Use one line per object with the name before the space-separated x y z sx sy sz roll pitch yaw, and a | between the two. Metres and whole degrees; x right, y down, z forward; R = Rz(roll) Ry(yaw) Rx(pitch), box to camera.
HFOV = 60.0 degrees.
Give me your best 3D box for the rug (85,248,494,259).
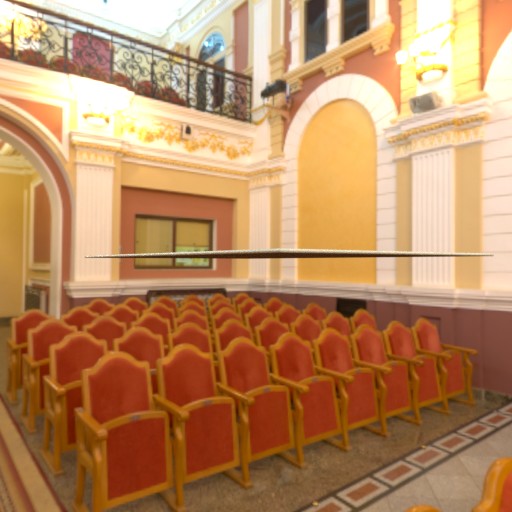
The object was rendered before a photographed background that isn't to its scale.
rug | 0.000 0.000 2.306 1.219 0.012 1.840 1 -1 -37
